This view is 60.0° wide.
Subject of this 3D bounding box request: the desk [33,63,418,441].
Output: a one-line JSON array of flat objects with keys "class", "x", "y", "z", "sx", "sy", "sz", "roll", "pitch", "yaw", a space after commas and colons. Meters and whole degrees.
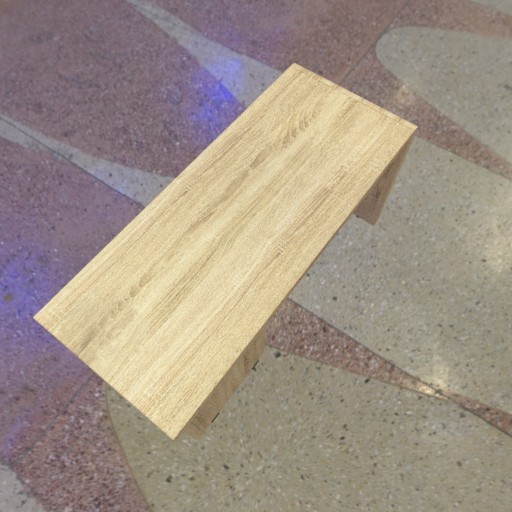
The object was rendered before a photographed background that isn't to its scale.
[{"class": "desk", "x": 0.000, "y": 0.000, "z": 1.672, "sx": 0.500, "sy": 0.750, "sz": 1.300, "roll": 34, "pitch": 68, "yaw": 16}]
